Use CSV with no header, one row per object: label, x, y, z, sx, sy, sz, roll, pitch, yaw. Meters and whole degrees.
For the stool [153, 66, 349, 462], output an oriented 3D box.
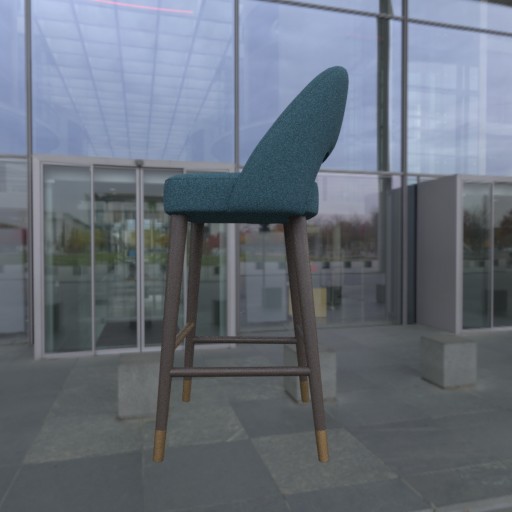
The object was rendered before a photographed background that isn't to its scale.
stool,0.000,0.000,1.334,0.522,1.032,0.536,0,1,0
